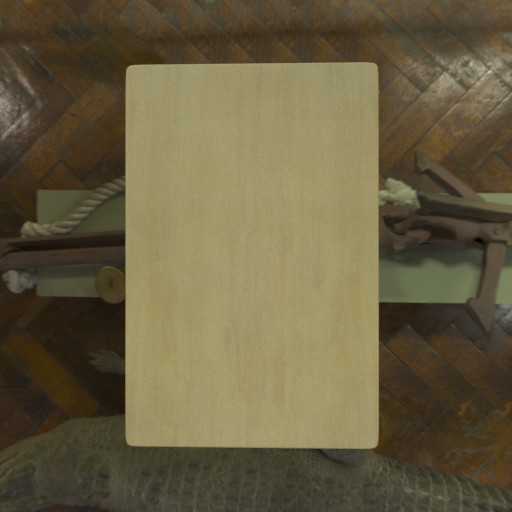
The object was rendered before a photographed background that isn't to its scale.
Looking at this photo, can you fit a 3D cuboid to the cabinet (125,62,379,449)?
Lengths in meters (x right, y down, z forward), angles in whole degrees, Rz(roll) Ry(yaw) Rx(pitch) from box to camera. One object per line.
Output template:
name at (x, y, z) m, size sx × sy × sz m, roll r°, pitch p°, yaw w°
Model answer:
cabinet at (0.000, 0.000, 1.259) m, size 0.503 × 0.762 × 0.763 m, roll 0°, pitch 90°, yaw 1°
